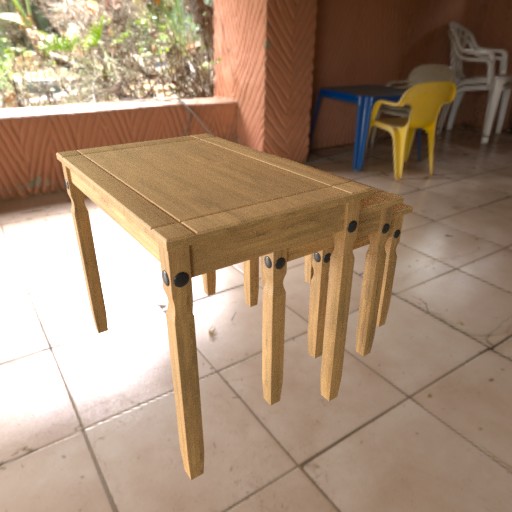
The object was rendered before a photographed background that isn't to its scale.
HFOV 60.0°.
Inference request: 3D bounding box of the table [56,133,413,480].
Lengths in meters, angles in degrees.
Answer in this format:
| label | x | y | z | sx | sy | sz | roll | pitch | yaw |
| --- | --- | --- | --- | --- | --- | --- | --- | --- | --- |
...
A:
| label | x | y | z | sx | sy | sz | roll | pitch | yaw |
| --- | --- | --- | --- | --- | --- | --- | --- | --- | --- |
| table | 0.000 | 0.000 | 1.194 | 0.773 | 0.535 | 0.660 | -17 | 31 | -31 |
